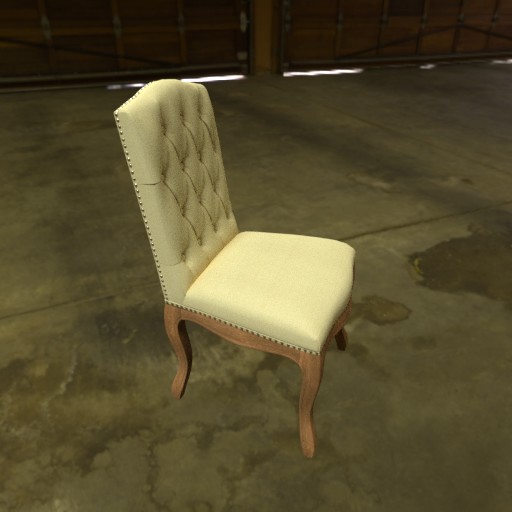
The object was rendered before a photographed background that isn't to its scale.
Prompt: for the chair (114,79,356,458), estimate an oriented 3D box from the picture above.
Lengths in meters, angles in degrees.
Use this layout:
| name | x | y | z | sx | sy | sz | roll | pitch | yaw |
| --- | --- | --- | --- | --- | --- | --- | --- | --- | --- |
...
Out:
| name | x | y | z | sx | sy | sz | roll | pitch | yaw |
| --- | --- | --- | --- | --- | --- | --- | --- | --- | --- |
| chair | 0.000 | 0.000 | 1.600 | 0.715 | 1.165 | 0.623 | 11 | 32 | 18 |
